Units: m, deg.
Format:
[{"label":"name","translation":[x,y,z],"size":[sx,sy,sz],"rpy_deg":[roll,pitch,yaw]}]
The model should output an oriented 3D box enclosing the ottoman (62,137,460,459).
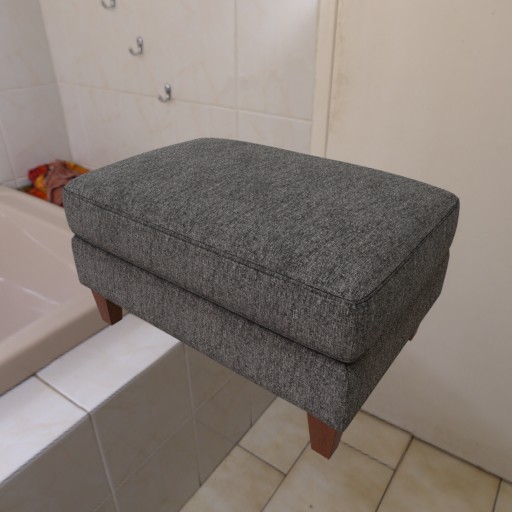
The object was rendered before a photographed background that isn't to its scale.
[{"label":"ottoman","translation":[0.000,0.000,1.183],"size":[0.864,0.483,0.584],"rpy_deg":[21,36,32]}]
